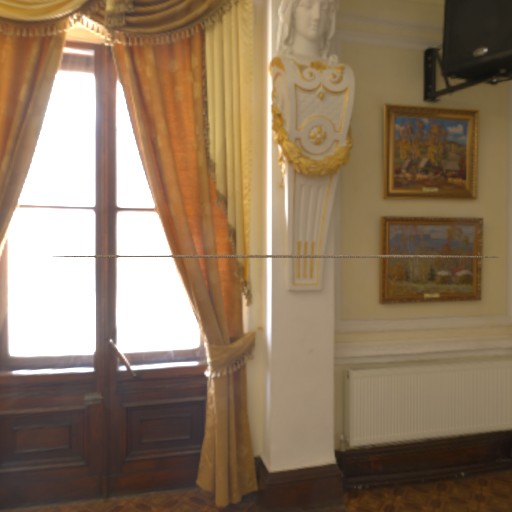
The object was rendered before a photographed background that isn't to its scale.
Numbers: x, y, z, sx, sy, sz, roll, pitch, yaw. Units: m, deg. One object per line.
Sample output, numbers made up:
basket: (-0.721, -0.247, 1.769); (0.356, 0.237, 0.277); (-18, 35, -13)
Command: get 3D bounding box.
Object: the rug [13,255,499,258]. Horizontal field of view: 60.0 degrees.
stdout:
rug: (0.000, 0.000, 2.969); (2.427, 0.007, 1.515); (0, 0, -1)
